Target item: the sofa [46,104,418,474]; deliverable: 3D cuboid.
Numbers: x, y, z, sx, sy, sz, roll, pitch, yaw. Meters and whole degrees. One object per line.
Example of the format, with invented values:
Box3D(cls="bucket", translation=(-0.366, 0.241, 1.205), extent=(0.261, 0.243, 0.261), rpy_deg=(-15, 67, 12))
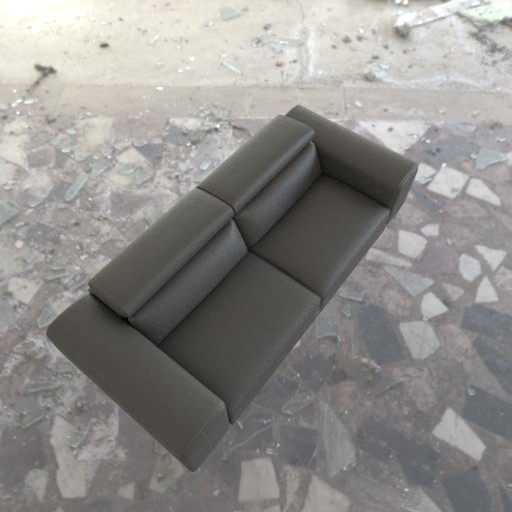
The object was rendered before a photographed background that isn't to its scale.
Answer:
Box3D(cls="sofa", translation=(0.000, 0.000, 2.790), extent=(1.023, 0.759, 2.321), rpy_deg=(33, 63, 20))
